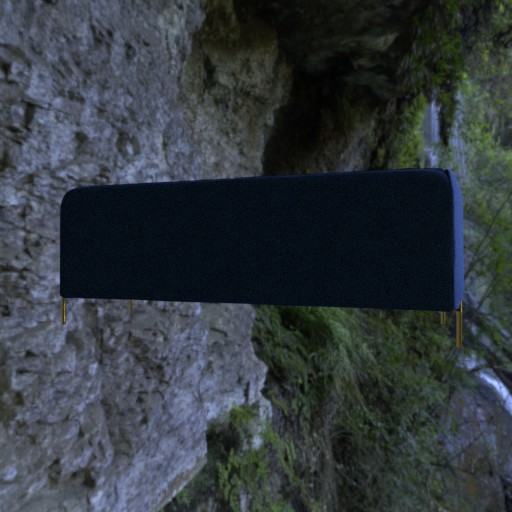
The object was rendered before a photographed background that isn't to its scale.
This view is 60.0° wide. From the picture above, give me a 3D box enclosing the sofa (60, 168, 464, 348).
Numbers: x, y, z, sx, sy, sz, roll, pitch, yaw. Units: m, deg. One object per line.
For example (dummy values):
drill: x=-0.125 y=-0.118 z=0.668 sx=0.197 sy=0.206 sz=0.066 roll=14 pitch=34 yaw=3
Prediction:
sofa: x=0.000 y=0.000 z=2.600 sx=2.136 sy=0.793 sz=0.896 roll=0 pitch=0 yaw=17
